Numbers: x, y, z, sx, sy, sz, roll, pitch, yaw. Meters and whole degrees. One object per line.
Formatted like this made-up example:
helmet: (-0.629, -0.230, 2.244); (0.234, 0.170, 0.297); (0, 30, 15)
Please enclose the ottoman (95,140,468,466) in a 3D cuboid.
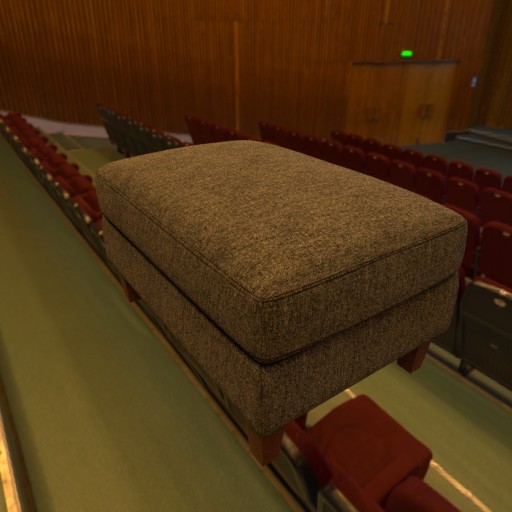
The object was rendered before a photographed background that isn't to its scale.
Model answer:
ottoman: (0.000, 0.000, 1.195); (0.584, 0.483, 0.864); (-18, 33, -31)
